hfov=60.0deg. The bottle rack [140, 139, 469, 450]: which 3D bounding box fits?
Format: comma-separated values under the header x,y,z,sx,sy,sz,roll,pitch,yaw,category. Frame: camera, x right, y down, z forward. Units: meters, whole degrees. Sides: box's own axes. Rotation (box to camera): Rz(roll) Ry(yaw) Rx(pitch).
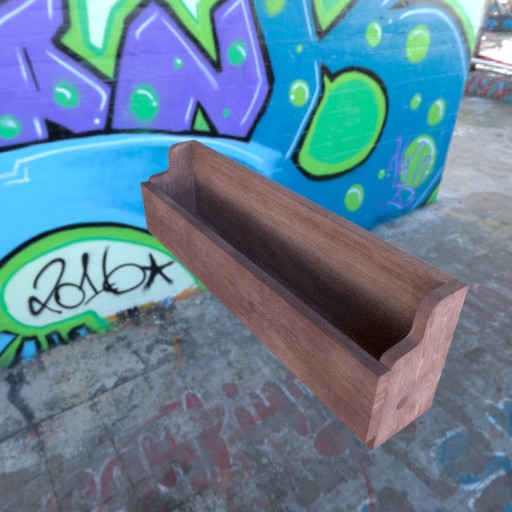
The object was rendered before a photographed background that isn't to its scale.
x,y,z,sx,sy,sz,roll,pitch,yaw,category
0.000,0.000,0.702,0.126,0.196,0.608,-20,37,-29,bottle rack
